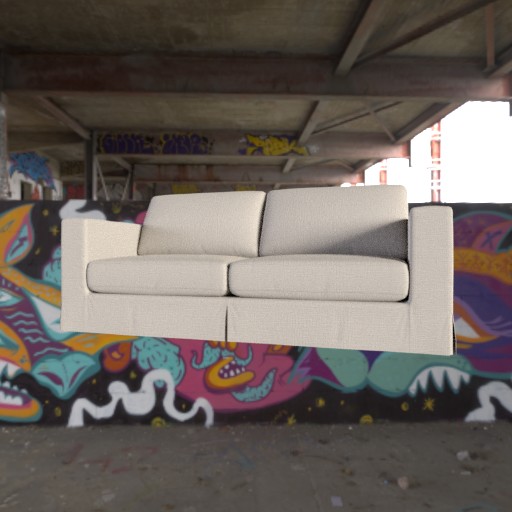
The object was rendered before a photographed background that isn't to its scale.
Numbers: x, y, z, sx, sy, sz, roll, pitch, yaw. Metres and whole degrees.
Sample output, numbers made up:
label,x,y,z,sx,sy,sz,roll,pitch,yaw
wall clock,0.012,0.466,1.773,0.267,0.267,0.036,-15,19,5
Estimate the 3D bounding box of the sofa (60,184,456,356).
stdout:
label,x,y,z,sx,sy,sz,roll,pitch,yaw
sofa,0.000,0.000,2.726,2.163,0.881,0.954,0,0,18
